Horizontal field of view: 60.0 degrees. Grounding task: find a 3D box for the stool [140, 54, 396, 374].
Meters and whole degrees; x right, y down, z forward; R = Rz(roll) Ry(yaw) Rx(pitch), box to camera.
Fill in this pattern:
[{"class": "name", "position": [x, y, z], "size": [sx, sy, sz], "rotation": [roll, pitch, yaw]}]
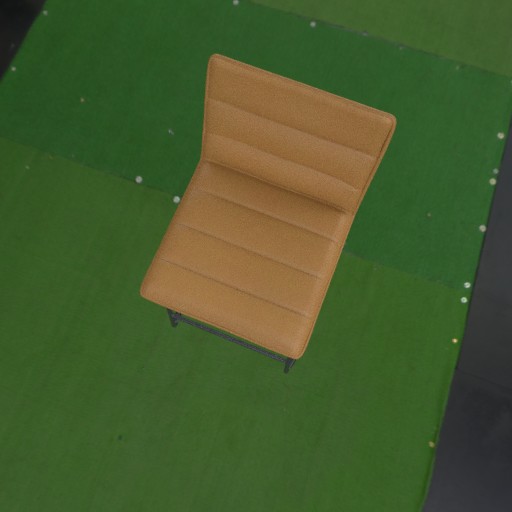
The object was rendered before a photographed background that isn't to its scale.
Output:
[{"class": "stool", "position": [0.000, 0.000, 1.240], "size": [0.489, 0.936, 0.524], "rotation": [21, 77, 5]}]
